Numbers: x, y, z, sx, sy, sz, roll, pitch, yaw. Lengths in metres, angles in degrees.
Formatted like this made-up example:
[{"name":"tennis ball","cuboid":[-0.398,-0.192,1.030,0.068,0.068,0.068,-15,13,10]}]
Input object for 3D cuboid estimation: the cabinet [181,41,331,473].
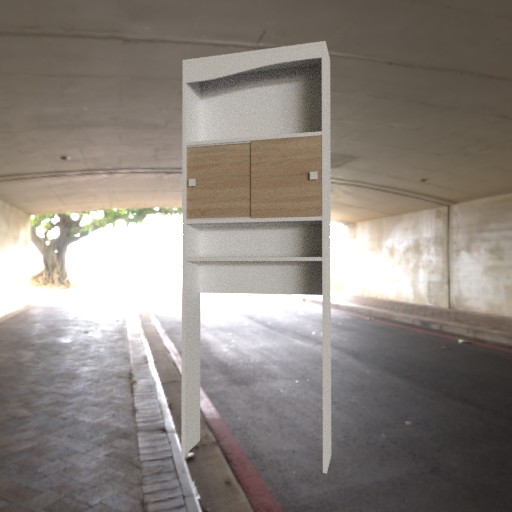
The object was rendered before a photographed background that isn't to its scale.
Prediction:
[{"name":"cabinet","cuboid":[0.000,0.000,1.980,0.643,1.770,0.192,0,-1,16]}]
